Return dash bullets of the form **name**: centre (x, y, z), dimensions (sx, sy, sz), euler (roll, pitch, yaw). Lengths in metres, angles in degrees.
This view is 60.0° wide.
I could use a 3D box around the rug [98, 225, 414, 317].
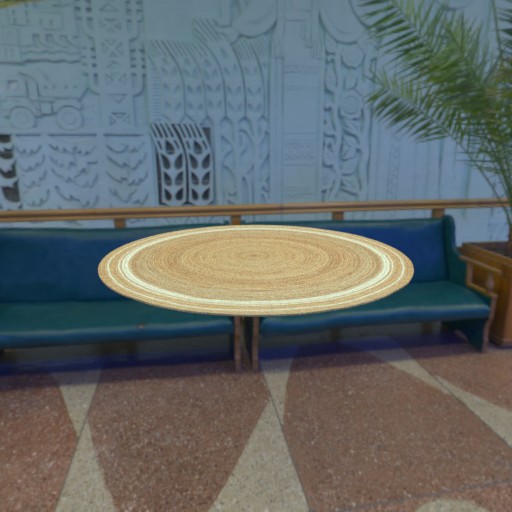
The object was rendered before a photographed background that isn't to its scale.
- **rug**: centre (0.000, 0.000, 3.626), dimensions (2.444, 0.015, 2.444), euler (0, 16, 0)
